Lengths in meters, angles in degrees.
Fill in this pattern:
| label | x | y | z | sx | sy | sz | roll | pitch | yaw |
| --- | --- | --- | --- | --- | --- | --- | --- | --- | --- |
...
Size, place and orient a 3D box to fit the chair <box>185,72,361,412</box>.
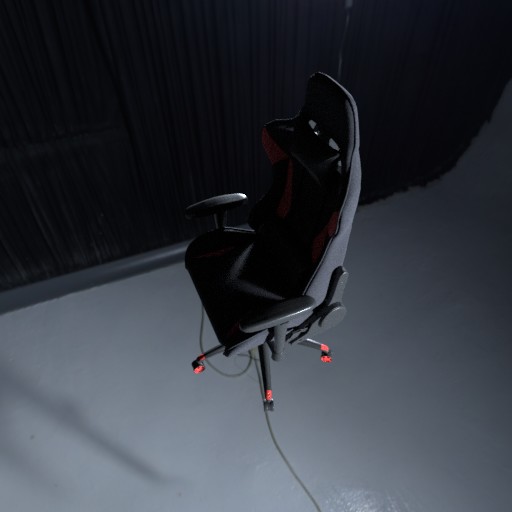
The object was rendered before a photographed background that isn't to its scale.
| label | x | y | z | sx | sy | sz | roll | pitch | yaw |
| --- | --- | --- | --- | --- | --- | --- | --- | --- | --- |
| chair | 0.000 | 0.000 | 1.749 | 0.658 | 1.326 | 0.695 | -17 | 48 | -16 |
